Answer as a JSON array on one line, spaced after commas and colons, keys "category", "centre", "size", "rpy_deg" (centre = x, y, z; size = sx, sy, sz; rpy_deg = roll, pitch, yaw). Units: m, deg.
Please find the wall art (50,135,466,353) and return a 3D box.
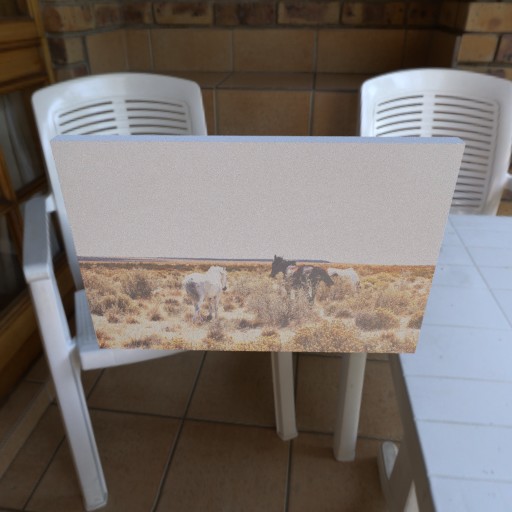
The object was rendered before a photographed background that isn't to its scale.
[{"category": "wall art", "centre": [0.000, 0.000, 1.148], "size": [0.914, 0.610, 0.050], "rpy_deg": [1, 31, 1]}]
